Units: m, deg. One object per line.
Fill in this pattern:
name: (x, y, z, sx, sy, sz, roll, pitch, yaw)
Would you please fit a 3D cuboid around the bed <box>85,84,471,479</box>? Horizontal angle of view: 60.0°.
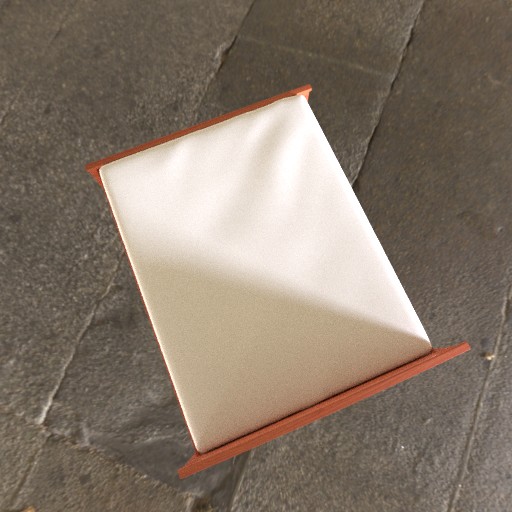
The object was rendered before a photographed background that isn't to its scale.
bed: (0.000, 0.000, 2.927, 1.683, 0.848, 2.053, -22, 76, -6)
